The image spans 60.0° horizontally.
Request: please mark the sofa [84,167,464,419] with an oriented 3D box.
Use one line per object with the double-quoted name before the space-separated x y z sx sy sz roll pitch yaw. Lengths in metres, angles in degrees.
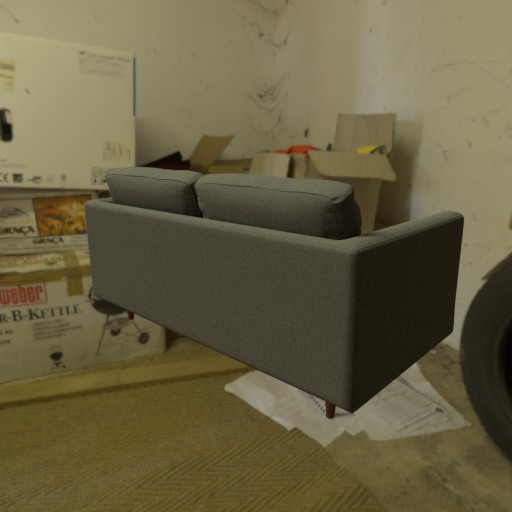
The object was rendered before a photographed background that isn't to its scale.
"sofa" 0.000 0.000 2.227 1.713 0.866 0.940 13 20 42
